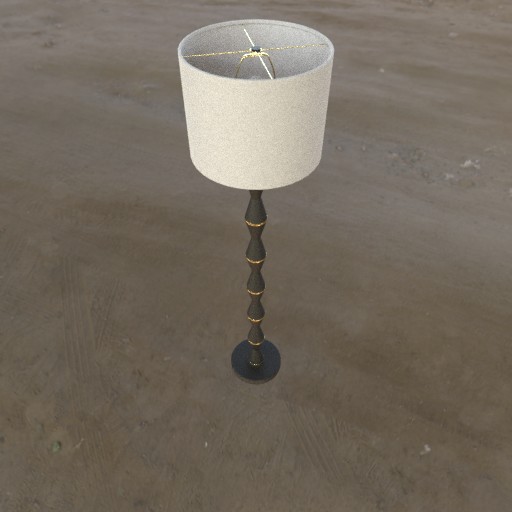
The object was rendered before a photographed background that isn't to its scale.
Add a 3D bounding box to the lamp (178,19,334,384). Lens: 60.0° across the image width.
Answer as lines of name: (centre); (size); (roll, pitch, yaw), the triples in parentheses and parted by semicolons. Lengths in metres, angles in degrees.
lamp: (0.000, 0.000, 1.617); (0.381, 1.480, 0.381); (-9, 47, -9)
